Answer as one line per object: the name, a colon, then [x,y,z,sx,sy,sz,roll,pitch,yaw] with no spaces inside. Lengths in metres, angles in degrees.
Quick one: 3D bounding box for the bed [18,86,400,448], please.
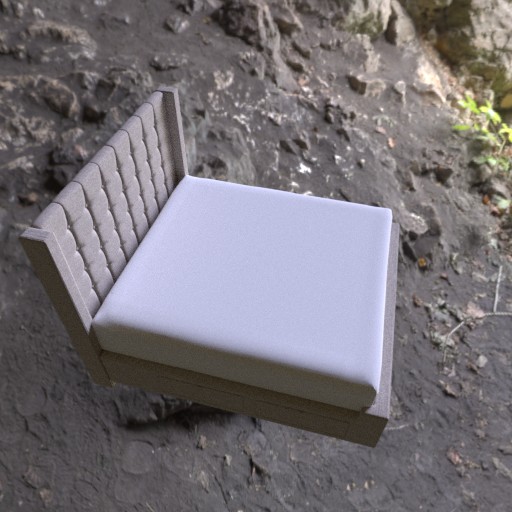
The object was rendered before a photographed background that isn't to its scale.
bed: [0.000,0.000,3.673,2.372,1.748,2.044,11,47,10]
